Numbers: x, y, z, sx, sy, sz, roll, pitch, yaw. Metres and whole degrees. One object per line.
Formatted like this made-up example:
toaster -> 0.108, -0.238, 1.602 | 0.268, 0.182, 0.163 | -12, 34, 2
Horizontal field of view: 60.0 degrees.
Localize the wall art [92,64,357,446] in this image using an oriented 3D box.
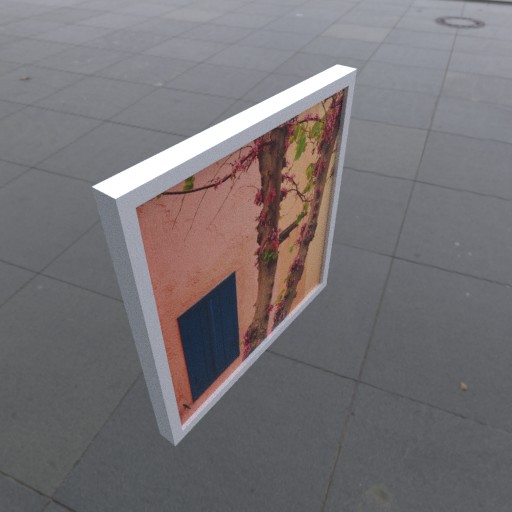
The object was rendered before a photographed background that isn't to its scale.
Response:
wall art -> 0.000, 0.000, 0.768 | 0.038, 0.508, 0.507 | 27, 47, 28
